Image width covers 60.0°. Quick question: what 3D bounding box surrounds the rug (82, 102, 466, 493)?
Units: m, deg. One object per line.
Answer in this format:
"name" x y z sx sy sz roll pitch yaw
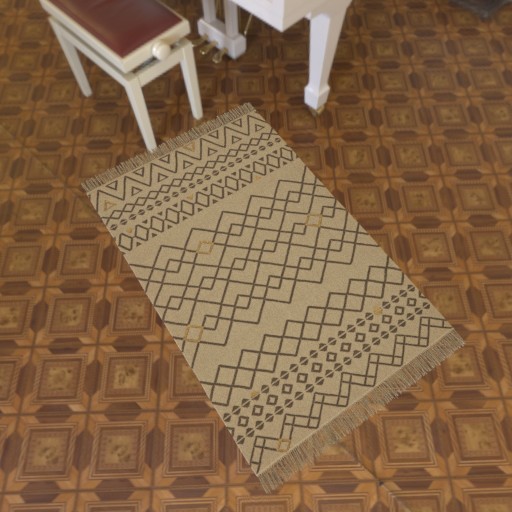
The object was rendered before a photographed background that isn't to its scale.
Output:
"rug" 0.000 0.000 3.012 1.495 0.035 2.472 -31 67 -15
